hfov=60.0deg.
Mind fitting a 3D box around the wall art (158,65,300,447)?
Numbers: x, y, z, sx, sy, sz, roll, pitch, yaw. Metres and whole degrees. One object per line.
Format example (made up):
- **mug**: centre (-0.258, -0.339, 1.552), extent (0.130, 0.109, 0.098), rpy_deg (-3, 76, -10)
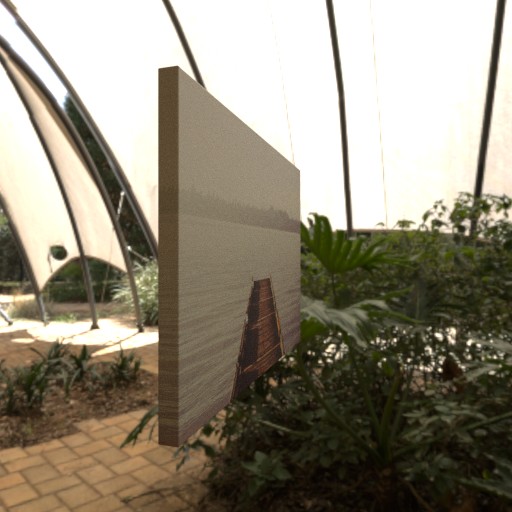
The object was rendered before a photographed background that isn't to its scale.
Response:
- **wall art**: centre (0.000, 0.000, 1.145), extent (0.037, 0.609, 0.916), rpy_deg (0, 0, 18)
